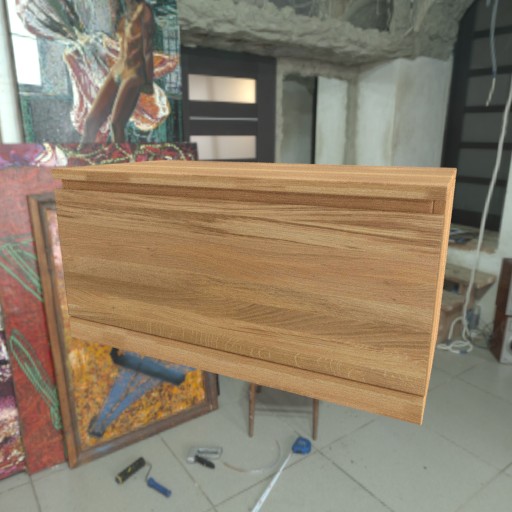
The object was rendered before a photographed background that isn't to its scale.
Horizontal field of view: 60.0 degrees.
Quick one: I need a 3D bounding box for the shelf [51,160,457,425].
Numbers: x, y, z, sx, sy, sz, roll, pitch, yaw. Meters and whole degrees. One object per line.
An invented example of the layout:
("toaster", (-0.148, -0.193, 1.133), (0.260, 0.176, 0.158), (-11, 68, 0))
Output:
("shelf", (0.000, 0.000, 1.029), (0.800, 0.400, 0.400), (7, 17, 24))
